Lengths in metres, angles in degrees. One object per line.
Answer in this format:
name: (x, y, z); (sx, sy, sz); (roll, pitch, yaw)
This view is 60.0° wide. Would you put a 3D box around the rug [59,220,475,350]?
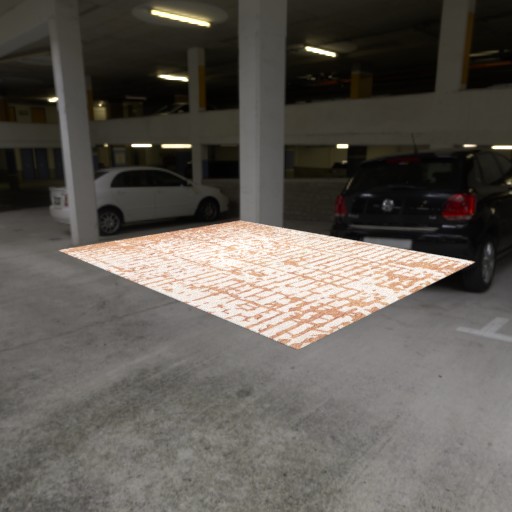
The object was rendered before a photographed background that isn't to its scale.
rug: (0.000, 0.000, 4.135); (2.441, 0.011, 3.050); (-14, 20, -43)
